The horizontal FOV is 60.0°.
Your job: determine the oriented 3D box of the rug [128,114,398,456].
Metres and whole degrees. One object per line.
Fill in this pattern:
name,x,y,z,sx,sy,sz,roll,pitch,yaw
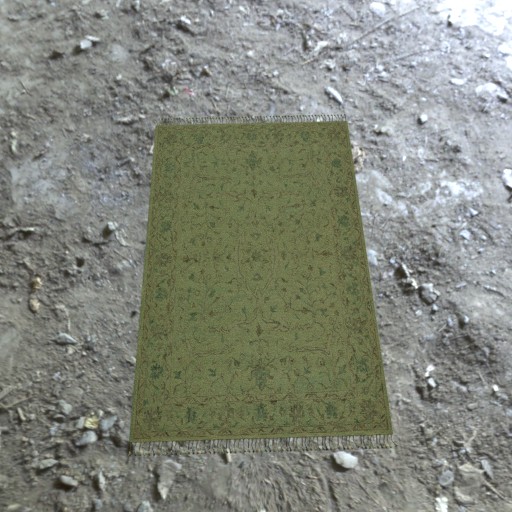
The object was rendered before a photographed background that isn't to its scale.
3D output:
rug,0.000,0.000,3.001,1.544,0.010,2.435,-1,65,-1
